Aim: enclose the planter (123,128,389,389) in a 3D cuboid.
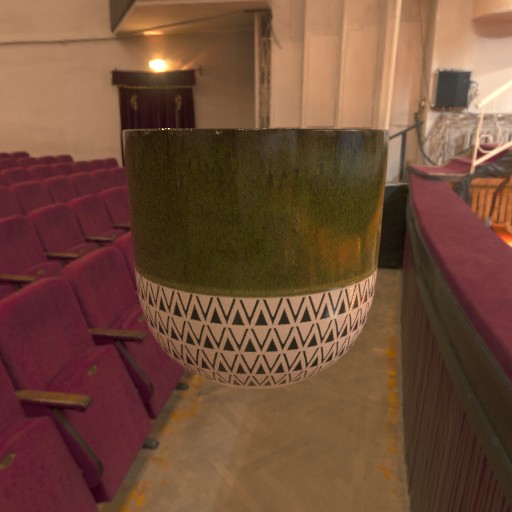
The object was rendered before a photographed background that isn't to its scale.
[{"bbox_3d":[0.000,0.000,0.494,0.266,0.270,0.266,0,15,0],"label":"planter"}]
